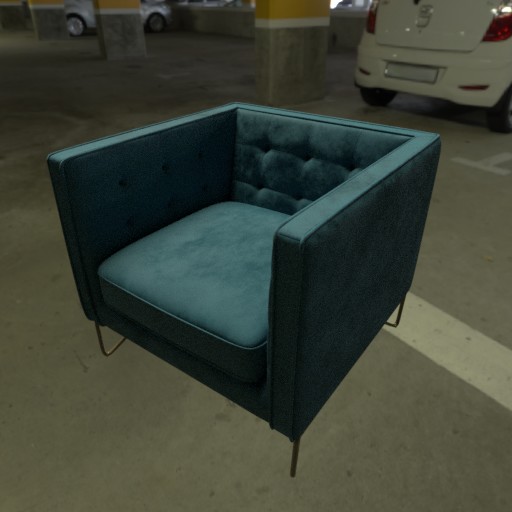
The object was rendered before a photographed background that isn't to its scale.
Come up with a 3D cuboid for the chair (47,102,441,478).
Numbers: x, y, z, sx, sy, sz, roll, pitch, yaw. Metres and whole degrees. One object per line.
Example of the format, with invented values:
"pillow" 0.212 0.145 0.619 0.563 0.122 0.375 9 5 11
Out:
"chair" 0.000 0.000 1.525 0.880 0.790 0.894 20 36 31
